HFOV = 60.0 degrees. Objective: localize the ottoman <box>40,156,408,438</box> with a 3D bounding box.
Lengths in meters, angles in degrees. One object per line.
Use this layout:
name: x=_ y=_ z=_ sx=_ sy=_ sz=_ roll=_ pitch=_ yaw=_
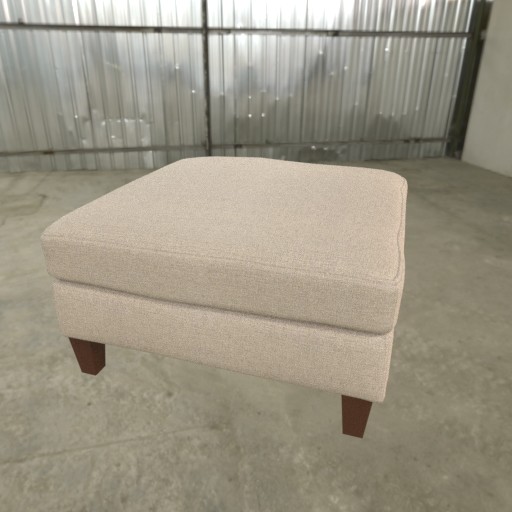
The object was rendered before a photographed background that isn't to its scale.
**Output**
ottoman: x=0.000 y=0.000 z=1.353 sx=0.838 sy=0.481 sz=0.838 roll=8 pitch=26 yaw=16
